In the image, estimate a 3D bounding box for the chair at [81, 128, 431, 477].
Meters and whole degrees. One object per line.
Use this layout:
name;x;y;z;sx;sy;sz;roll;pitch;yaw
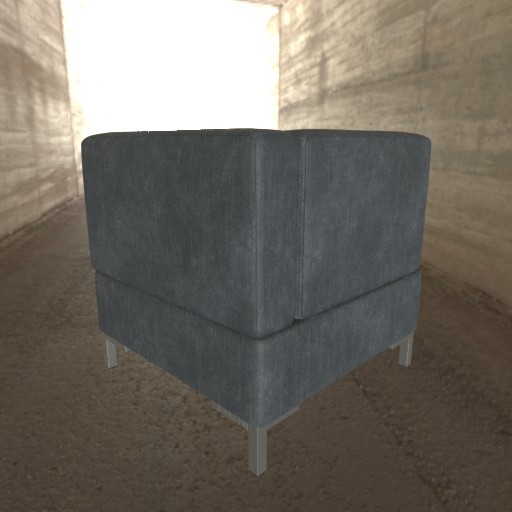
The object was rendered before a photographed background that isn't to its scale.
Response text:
chair;0.000;0.000;1.221;0.680;0.660;0.680;14;20;43
